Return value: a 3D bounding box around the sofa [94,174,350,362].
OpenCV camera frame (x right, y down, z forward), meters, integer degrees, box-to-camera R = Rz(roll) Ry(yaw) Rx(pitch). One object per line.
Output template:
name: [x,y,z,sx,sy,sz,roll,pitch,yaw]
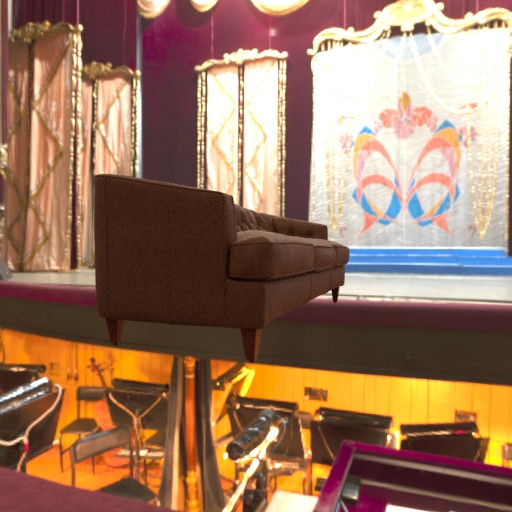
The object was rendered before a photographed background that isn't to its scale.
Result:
sofa: [0.000,0.000,2.772,0.927,0.787,2.227,0,1,19]
